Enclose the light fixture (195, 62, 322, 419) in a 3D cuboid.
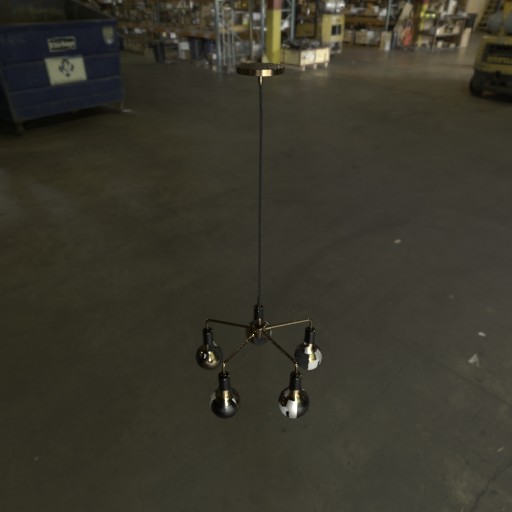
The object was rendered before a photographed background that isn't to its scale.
[{"bbox_3d":[0.000,0.000,1.247,0.438,0.988,0.421,20,36,30],"label":"light fixture"}]
